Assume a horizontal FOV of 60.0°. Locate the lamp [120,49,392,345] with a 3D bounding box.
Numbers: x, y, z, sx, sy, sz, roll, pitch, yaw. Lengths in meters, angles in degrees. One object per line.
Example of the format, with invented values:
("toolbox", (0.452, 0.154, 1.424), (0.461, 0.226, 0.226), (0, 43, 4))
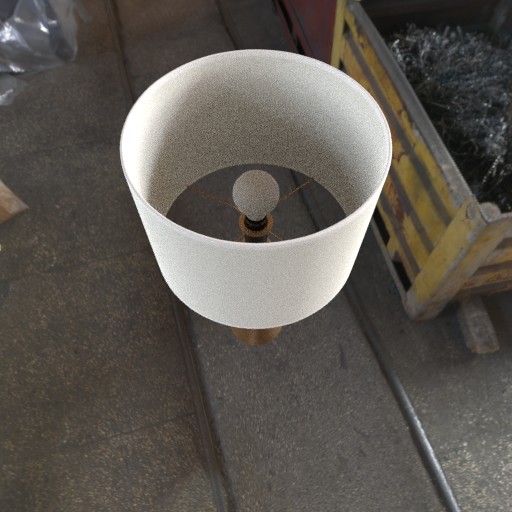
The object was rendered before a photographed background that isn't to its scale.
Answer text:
("lamp", (0.000, 0.000, 0.646), (0.268, 0.479, 0.268), (36, 65, 19))
